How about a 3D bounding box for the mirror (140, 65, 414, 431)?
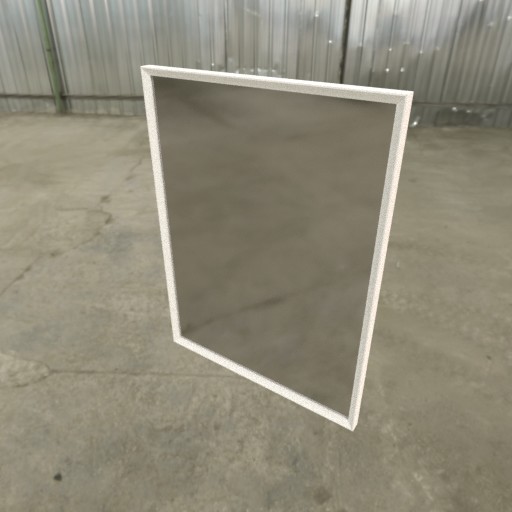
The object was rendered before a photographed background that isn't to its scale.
[{"bbox_3d":[0.000,0.000,1.341,0.762,1.016,0.041,19,35,29],"label":"mirror"}]
